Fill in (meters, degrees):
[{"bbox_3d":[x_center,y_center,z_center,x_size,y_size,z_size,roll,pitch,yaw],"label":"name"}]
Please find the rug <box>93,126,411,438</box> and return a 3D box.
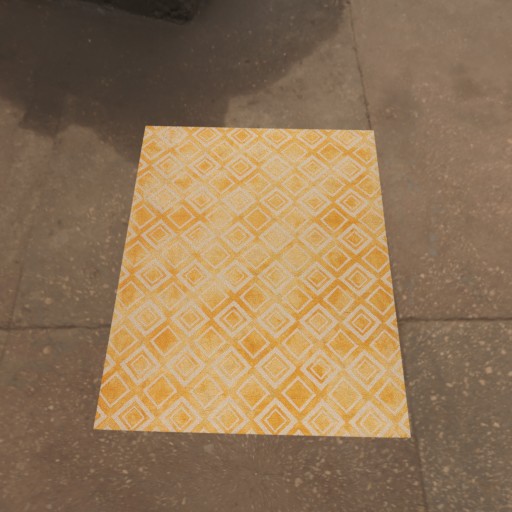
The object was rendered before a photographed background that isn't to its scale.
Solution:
[{"bbox_3d":[0.000,0.000,4.057,2.433,0.011,3.037,1,64,1],"label":"rug"}]
